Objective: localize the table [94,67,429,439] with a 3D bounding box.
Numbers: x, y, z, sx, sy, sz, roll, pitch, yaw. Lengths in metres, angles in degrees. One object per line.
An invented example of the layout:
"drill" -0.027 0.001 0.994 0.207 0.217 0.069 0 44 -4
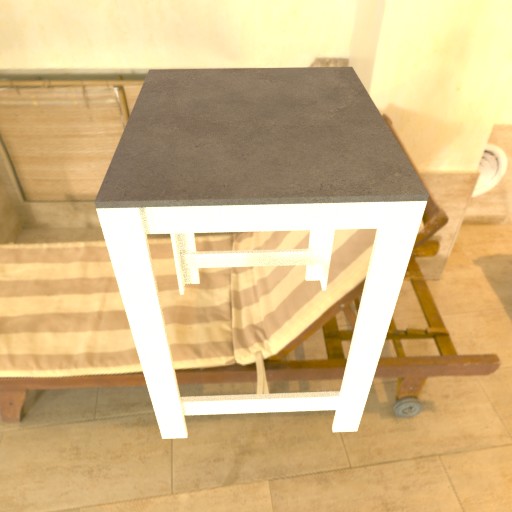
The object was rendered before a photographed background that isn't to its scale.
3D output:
"table" 0.000 0.000 1.560 0.700 1.020 0.800 -2 41 -2
